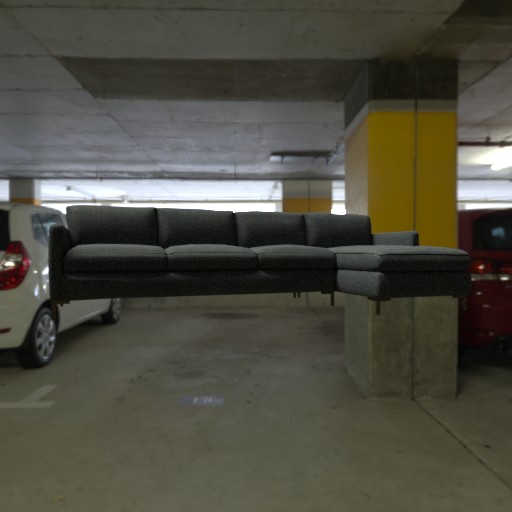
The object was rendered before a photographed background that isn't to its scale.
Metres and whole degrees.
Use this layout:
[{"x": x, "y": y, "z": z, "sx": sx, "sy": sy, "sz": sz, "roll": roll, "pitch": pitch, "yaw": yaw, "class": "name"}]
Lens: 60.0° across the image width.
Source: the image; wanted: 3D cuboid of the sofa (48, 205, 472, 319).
[{"x": 0.000, "y": 0.000, "z": 3.404, "sx": 2.932, "sy": 0.810, "sz": 1.350, "roll": 0, "pitch": 0, "yaw": -19, "class": "sofa"}]
